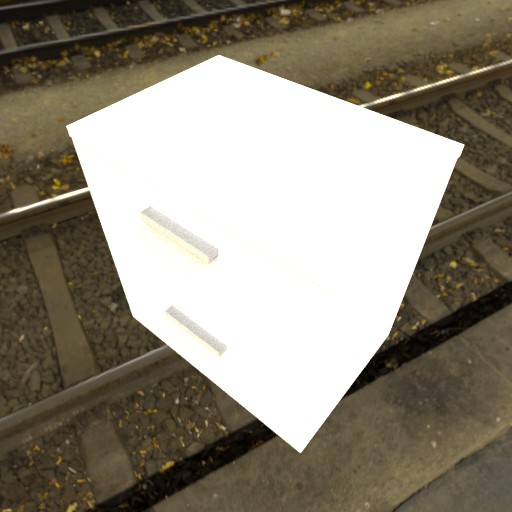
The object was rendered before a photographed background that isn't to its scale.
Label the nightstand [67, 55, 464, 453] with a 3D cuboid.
[{"bbox_3d":[0.000,0.000,0.761,0.441,0.460,0.325,31,54,26],"label":"nightstand"}]
